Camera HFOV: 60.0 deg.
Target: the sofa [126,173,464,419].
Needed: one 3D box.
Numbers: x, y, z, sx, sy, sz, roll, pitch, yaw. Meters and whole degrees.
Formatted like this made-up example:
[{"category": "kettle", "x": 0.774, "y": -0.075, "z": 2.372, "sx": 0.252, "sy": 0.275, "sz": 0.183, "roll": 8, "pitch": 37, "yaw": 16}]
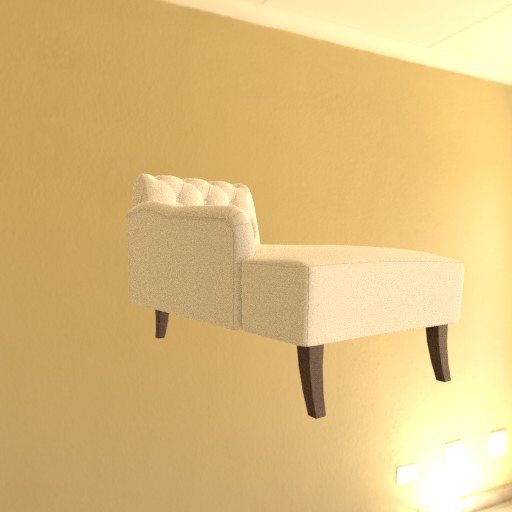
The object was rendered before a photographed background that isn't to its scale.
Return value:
[{"category": "sofa", "x": 0.000, "y": 0.000, "z": 1.778, "sx": 0.675, "sy": 0.787, "sz": 1.379, "roll": 0, "pitch": 0, "yaw": -35}]
